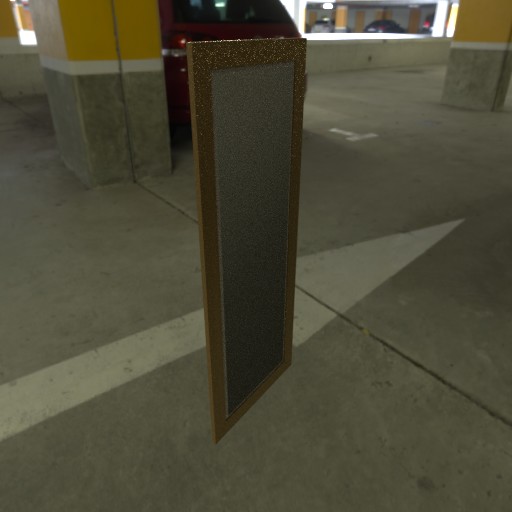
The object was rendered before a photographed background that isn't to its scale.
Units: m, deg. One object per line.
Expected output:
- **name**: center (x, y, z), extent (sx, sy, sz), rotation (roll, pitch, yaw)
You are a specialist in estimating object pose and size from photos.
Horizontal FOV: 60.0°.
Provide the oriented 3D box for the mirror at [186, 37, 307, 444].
- **mirror**: center (0.000, 0.000, 2.315), extent (0.025, 2.031, 0.812), rotation (18, 33, 31)
